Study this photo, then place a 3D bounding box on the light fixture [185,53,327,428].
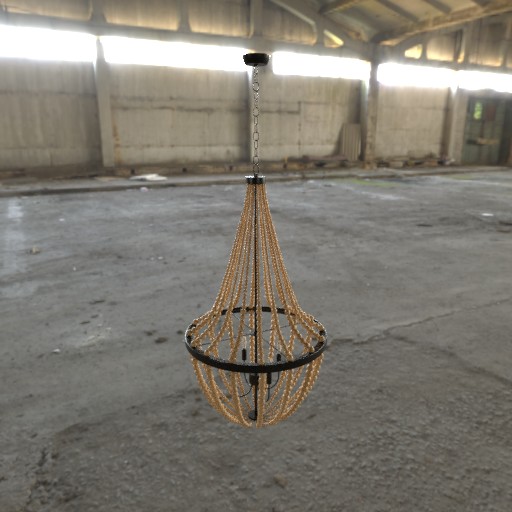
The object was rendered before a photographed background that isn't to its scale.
[{"bbox_3d":[0.000,0.000,1.356,0.450,1.133,0.450,0,15,0],"label":"light fixture"}]
